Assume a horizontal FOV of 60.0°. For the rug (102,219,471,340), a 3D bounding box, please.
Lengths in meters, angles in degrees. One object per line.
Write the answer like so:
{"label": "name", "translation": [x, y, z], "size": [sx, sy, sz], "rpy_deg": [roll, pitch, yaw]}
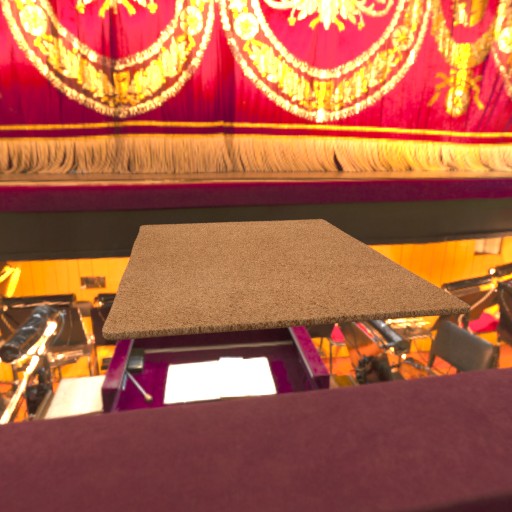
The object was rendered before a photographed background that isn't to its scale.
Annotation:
{"label": "rug", "translation": [0.000, 0.000, 2.146], "size": [1.199, 0.025, 1.600], "rpy_deg": [-3, 16, -10]}
